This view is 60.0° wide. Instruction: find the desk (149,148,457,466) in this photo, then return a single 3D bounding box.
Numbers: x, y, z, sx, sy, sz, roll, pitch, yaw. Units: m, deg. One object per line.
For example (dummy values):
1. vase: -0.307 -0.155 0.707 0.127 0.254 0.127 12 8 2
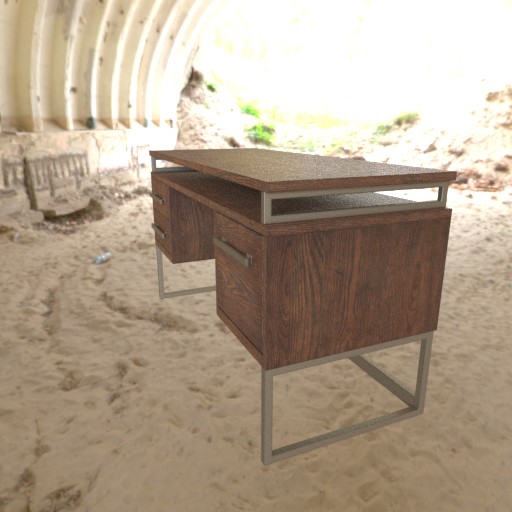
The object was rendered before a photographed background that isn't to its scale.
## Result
1. desk: 0.000 0.000 1.831 0.610 0.792 1.384 -7 18 -23
